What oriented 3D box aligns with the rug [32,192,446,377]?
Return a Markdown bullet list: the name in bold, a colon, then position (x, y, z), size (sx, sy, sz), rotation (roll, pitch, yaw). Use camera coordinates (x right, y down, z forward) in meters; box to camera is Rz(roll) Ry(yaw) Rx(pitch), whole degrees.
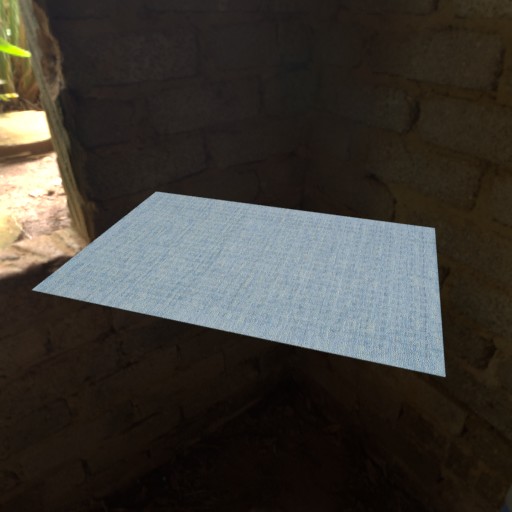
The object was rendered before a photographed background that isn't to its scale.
- **rug**: position (0.000, 0.000, 2.936), size (2.286, 0.006, 1.522), rotation (9, 33, 15)
